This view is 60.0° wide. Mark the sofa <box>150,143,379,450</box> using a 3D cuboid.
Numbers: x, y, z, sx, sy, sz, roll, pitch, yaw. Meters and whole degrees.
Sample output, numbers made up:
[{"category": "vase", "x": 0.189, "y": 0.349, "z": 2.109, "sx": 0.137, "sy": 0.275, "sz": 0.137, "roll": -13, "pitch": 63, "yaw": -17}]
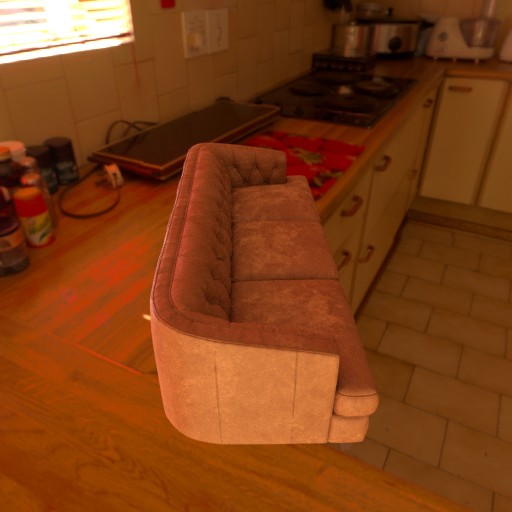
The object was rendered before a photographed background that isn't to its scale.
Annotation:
[{"category": "sofa", "x": 0.000, "y": 0.000, "z": 2.705, "sx": 0.922, "sy": 0.791, "sz": 2.257, "roll": -1, "pitch": 33, "yaw": -2}]
